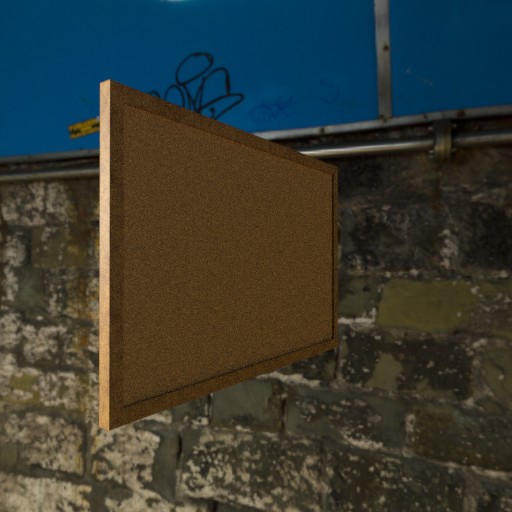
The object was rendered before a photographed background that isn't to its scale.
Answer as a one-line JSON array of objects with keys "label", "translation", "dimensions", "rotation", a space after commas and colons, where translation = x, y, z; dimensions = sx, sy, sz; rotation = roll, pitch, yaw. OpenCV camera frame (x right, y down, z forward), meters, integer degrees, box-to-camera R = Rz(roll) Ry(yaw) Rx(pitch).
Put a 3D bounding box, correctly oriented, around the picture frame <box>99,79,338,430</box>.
[{"label": "picture frame", "translation": [0.000, 0.000, 1.164], "dimensions": [0.029, 0.621, 0.922], "rotation": [0, -1, 36]}]
